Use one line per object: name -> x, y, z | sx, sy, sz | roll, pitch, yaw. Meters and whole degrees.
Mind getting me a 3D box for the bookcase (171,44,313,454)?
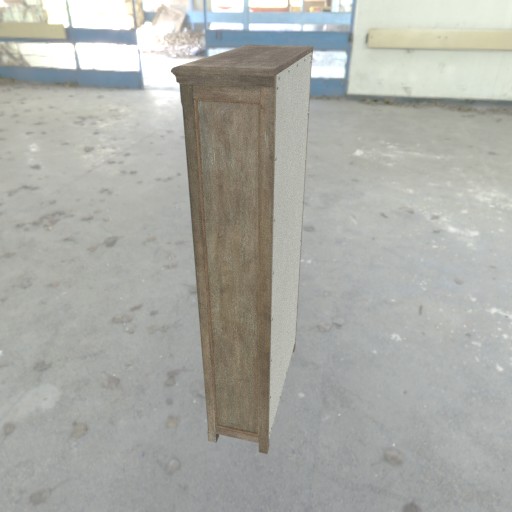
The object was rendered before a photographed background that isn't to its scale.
bookcase -> 0.000, 0.000, 2.258 | 0.348, 1.880, 0.906 | 7, 31, 12
